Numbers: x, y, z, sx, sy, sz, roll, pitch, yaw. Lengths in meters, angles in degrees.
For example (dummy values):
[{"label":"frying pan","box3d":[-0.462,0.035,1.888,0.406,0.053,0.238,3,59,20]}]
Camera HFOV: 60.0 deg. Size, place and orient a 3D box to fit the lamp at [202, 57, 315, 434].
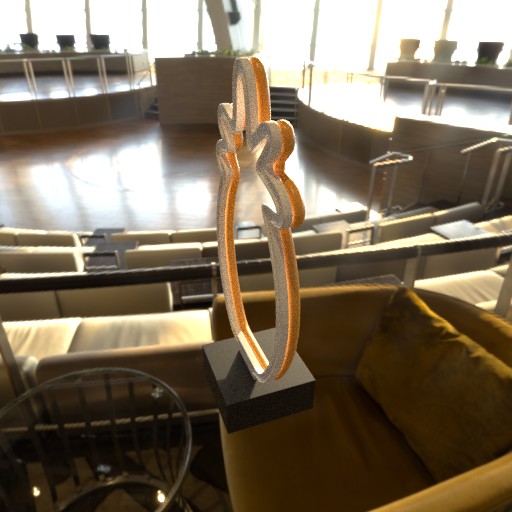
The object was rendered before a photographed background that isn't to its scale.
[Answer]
[{"label":"lamp","box3d":[0.000,0.000,0.386,0.088,0.317,0.167,-10,30,-18]}]
